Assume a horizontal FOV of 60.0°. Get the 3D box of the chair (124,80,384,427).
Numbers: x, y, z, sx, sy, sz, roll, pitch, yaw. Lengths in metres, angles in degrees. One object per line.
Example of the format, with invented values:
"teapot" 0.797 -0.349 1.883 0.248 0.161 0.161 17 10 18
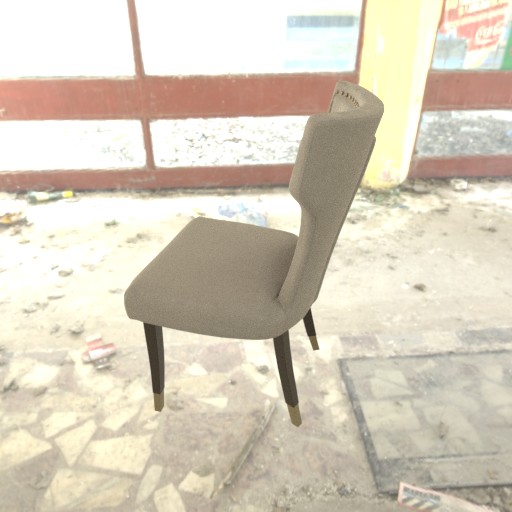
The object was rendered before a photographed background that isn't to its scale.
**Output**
"chair" 0.000 0.000 1.342 0.630 0.950 0.526 8 31 14
